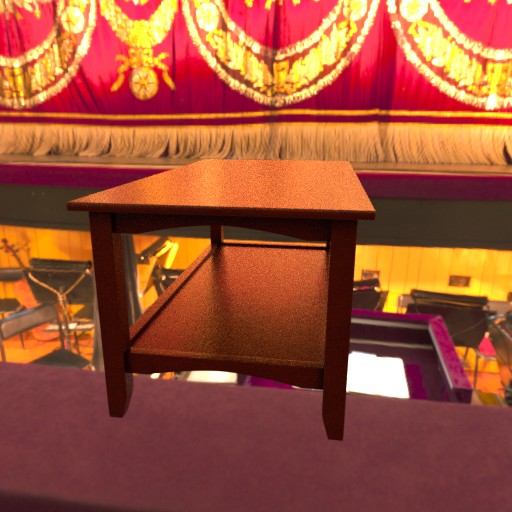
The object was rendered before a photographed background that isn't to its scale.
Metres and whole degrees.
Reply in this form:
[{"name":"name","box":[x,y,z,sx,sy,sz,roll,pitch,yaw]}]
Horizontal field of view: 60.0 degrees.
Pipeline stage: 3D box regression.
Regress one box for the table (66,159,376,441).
[{"name":"table","box":[0.000,0.000,1.252,0.533,0.456,0.943,3,17,8]}]
